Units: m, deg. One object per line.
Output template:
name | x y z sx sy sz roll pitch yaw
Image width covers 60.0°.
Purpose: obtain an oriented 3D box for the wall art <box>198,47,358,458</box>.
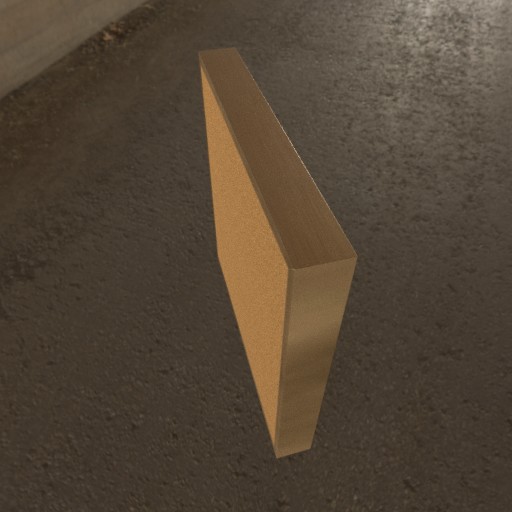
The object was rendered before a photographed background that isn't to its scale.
wall art | 0.000 0.000 0.462 0.038 0.303 0.305 -11 48 -10
